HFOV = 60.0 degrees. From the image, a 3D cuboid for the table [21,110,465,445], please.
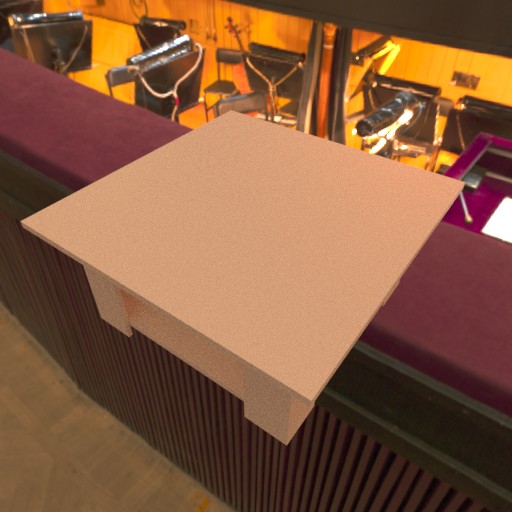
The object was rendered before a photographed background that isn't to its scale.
[{"bbox_3d":[0.000,0.000,1.037,0.670,0.305,0.670,26,47,26],"label":"table"}]
